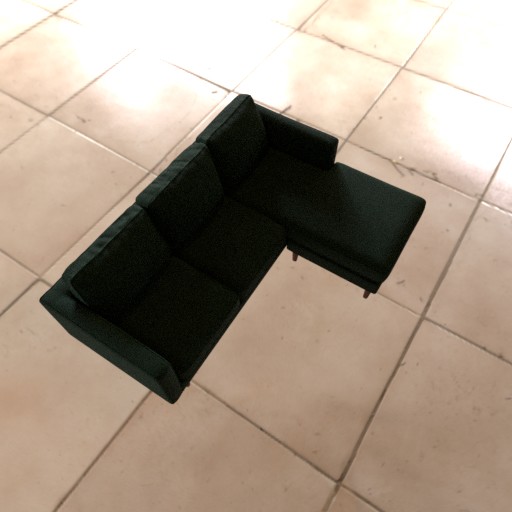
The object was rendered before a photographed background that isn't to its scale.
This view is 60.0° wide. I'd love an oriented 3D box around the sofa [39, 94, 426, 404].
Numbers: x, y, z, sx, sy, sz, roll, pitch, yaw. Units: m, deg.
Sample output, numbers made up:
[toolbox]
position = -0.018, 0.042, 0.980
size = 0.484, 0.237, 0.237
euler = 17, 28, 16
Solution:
[sofa]
position = 0.000, 0.000, 2.877
size = 1.580, 0.899, 2.030
euler = 28, 62, 16
